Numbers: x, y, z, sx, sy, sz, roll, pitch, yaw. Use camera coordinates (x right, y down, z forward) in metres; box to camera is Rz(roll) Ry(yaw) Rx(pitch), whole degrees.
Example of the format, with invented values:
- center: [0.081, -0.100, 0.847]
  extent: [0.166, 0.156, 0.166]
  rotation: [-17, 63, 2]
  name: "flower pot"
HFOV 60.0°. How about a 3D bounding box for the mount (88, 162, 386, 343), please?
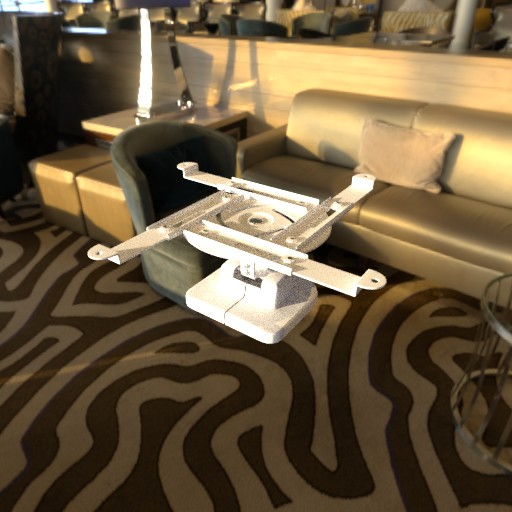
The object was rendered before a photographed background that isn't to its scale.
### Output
- center: [0.000, 0.000, 0.597]
  extent: [0.394, 0.141, 0.394]
  rotation: [20, 36, 30]
  name: "mount"
